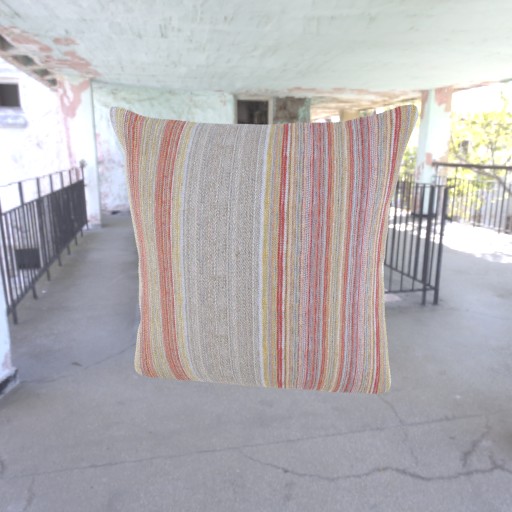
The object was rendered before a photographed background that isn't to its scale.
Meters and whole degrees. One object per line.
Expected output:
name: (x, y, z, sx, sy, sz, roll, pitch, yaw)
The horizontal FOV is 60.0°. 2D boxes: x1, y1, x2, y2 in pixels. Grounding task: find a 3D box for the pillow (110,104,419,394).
pillow: (0.000, 0.000, 0.688, 0.451, 0.449, 0.191, 2, 13, 9)
